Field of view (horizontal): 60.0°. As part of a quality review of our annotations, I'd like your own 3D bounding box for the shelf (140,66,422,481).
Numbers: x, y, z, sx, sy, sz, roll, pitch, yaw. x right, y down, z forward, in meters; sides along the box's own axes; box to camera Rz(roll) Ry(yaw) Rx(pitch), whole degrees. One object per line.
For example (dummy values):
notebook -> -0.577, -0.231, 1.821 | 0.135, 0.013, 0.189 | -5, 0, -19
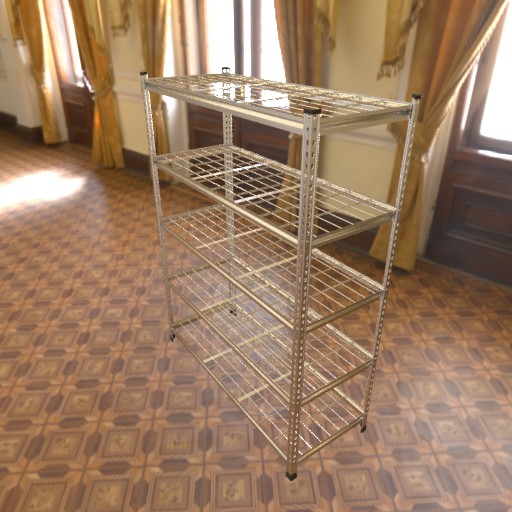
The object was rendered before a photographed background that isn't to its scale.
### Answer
shelf -> 0.000, 0.000, 2.686 | 0.610, 1.981, 1.524 | -18, 33, -31
